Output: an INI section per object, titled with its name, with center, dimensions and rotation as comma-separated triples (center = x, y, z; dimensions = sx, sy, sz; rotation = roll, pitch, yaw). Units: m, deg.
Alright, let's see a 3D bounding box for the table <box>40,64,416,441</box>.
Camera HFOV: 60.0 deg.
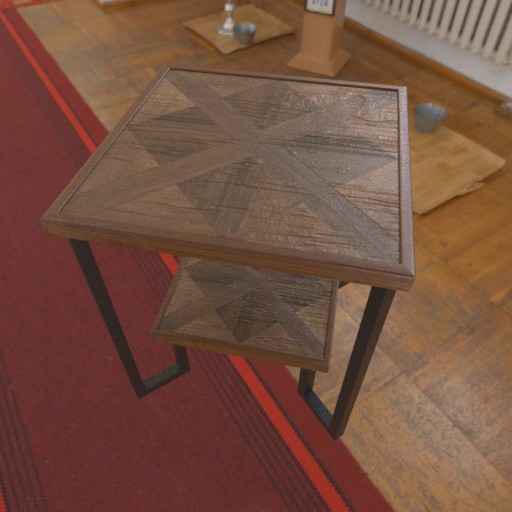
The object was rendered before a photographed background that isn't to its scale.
[table]
center = 0.000, 0.000, 0.944
dimensions = 0.503, 0.563, 0.503
rotation = 9, 48, 8
